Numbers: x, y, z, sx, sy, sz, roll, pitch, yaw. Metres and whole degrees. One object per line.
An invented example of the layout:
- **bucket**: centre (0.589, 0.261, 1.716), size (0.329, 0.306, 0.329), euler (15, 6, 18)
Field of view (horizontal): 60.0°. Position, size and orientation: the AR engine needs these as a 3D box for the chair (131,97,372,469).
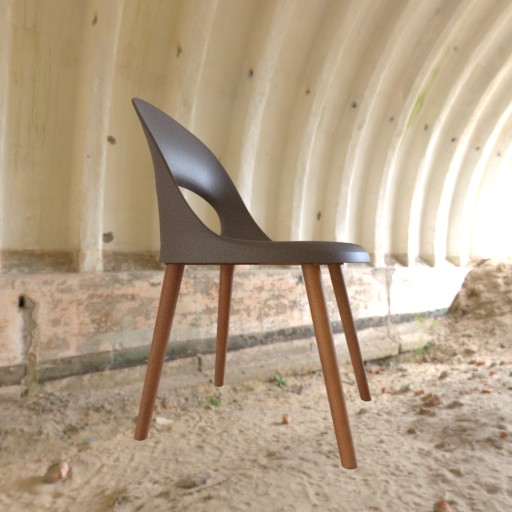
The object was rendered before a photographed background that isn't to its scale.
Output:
- **chair**: centre (0.000, 0.000, 1.107), size (0.556, 0.794, 0.470), euler (0, -1, 18)
